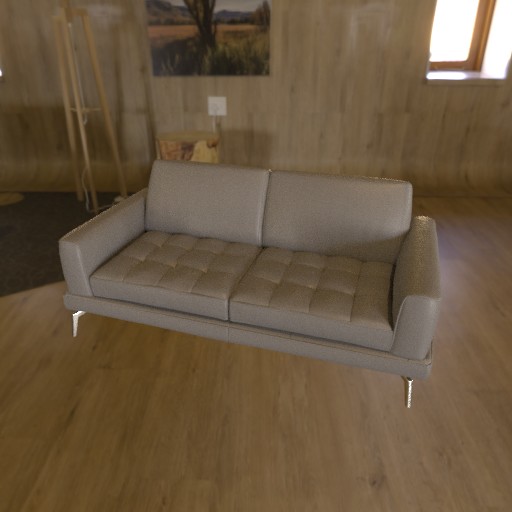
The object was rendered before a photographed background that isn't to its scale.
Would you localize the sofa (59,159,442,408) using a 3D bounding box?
[{"bbox_3d":[0.000,0.000,2.788,2.177,0.930,1.121,8,28,16],"label":"sofa"}]
